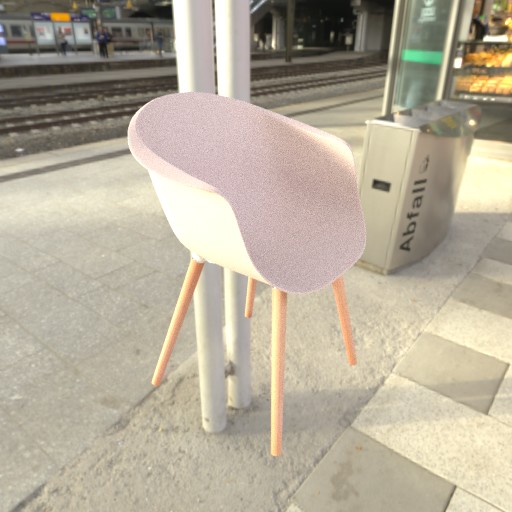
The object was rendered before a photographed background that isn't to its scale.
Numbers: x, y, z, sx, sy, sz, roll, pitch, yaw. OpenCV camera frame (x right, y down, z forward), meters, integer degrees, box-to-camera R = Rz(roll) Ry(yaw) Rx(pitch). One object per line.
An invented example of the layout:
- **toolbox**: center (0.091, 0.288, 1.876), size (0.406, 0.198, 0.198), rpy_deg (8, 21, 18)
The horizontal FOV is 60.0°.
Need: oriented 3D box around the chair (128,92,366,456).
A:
- **chair**: center (0.000, 0.000, 1.170), size (0.504, 0.781, 0.593), rpy_deg (18, 32, 33)
